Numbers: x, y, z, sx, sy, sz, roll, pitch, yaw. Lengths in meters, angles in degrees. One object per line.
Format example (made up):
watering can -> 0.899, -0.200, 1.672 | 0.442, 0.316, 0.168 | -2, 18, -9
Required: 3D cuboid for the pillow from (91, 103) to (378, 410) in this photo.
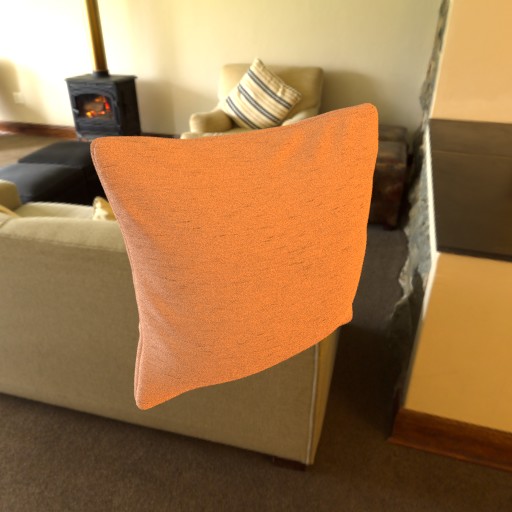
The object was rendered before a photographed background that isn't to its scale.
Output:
pillow -> 0.000, 0.000, 0.681 | 0.432, 0.415, 0.246 | -17, 33, -27
